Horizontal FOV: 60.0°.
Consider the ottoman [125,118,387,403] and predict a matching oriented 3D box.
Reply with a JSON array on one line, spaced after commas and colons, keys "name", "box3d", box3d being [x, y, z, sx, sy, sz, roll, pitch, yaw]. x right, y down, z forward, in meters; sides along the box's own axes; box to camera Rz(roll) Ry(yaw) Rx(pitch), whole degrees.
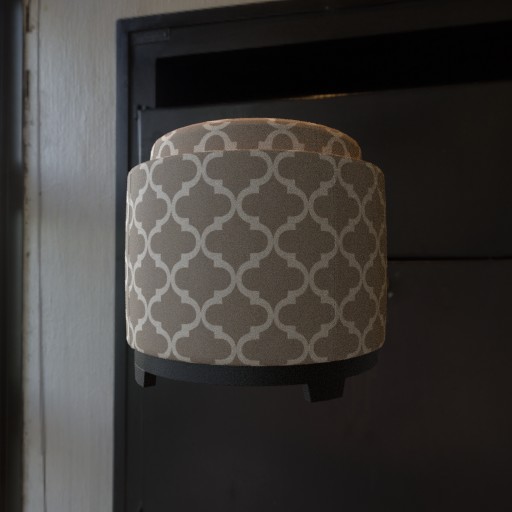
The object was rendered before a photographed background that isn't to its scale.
[{"name": "ottoman", "box3d": [0.000, 0.000, 0.847, 0.480, 0.429, 0.480, 0, -1, 0]}]
